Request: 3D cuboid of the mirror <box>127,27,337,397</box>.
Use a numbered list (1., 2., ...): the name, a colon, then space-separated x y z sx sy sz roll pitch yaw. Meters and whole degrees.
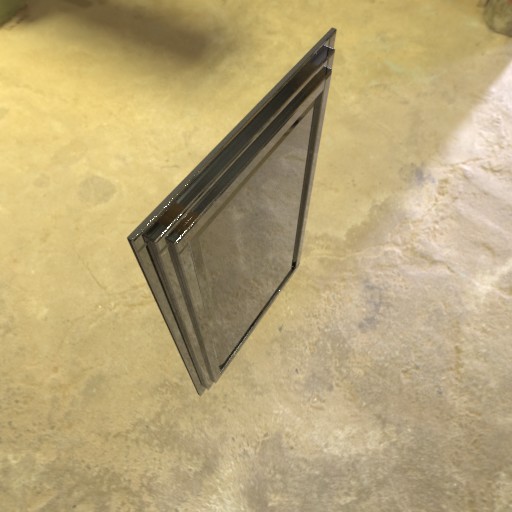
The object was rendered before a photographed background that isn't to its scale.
1. mirror: 0.000 0.000 1.152 0.039 0.914 0.613 30 64 17
